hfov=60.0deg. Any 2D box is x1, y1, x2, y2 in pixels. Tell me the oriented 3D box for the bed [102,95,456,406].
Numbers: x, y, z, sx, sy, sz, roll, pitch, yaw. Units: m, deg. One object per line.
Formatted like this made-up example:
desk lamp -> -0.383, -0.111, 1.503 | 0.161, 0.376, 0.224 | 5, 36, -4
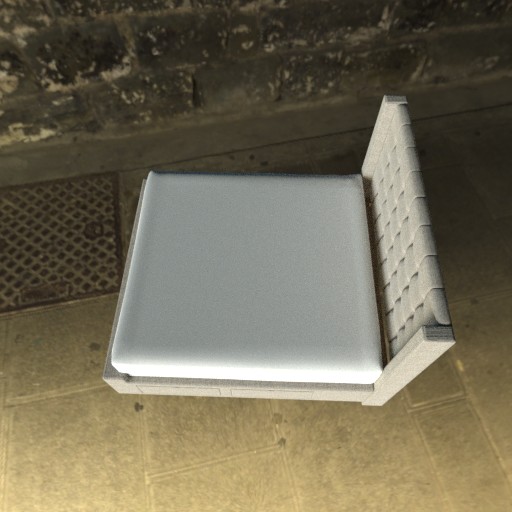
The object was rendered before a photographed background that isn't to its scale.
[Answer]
bed -> 0.000, 0.000, 3.775 | 2.372, 1.748, 2.044 | 2, 60, 1
